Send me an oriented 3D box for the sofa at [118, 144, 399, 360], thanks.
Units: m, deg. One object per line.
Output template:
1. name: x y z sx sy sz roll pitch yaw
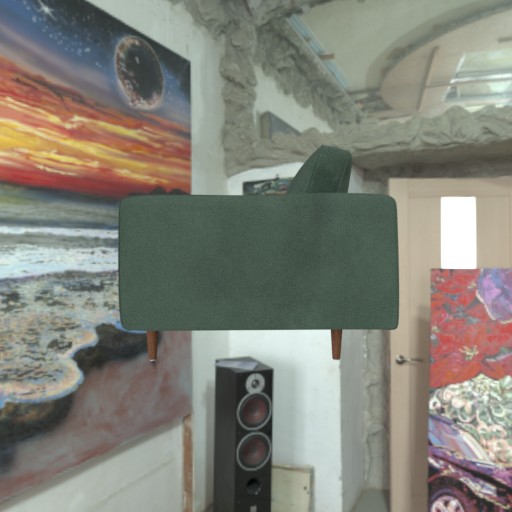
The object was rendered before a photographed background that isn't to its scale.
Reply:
1. sofa: 0.000 0.000 2.341 0.916 0.772 1.880 0 -1 0
